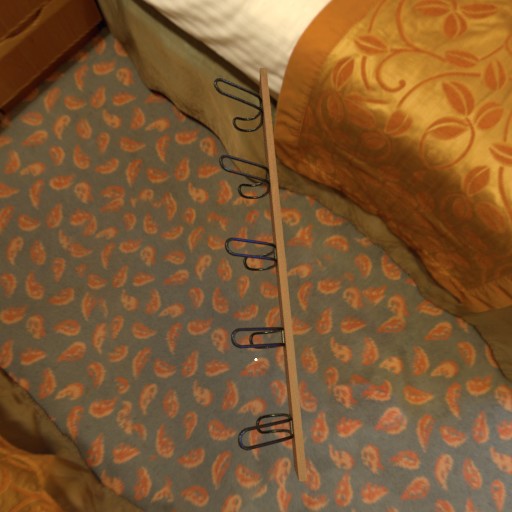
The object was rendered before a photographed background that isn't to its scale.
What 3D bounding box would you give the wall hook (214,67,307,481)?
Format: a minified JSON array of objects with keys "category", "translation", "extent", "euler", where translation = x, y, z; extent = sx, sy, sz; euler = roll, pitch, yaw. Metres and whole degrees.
[{"category":"wall hook","translation":[0.000,0.000,0.592],"extent":[0.076,0.116,0.554],"euler":[-5,77,-1]}]
